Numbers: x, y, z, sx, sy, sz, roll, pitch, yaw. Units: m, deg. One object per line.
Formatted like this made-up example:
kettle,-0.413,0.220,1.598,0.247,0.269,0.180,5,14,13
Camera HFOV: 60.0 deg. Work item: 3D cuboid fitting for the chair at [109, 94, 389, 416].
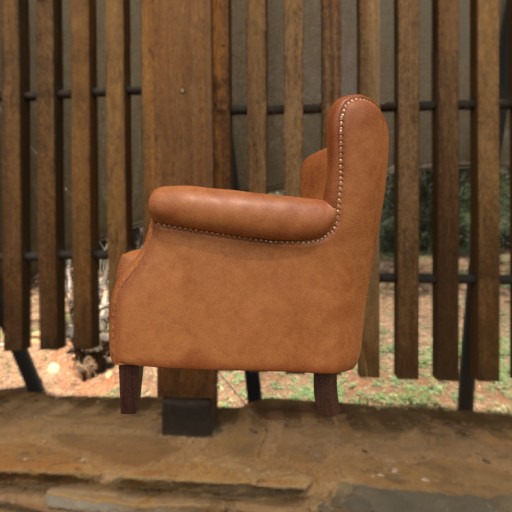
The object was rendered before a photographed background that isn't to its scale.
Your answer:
chair,0.000,0.000,1.638,0.921,0.936,0.861,0,0,0
